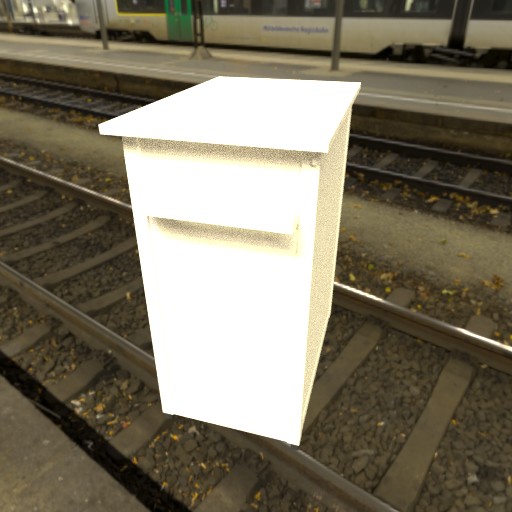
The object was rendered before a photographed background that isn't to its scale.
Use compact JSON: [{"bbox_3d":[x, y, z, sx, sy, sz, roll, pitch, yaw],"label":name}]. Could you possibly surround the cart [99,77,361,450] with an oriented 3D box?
[{"bbox_3d":[0.000,0.000,1.281,0.442,0.864,0.683,8,31,14],"label":"cart"}]
